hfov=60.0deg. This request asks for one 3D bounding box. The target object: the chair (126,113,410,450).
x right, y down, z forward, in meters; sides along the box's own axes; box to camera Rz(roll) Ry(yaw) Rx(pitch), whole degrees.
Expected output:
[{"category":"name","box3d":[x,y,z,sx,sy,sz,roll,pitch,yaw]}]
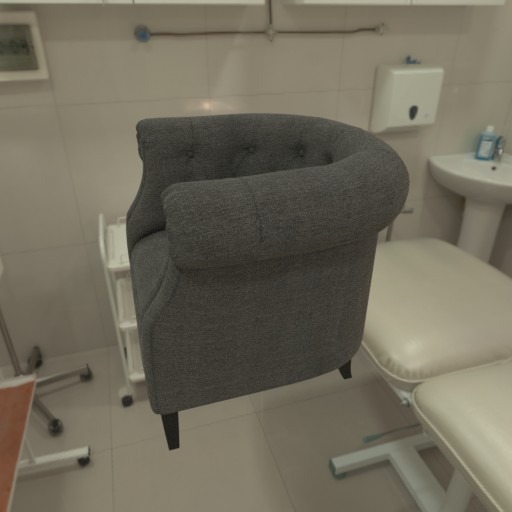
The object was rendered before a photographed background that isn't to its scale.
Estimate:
[{"category":"chair","box3d":[0.000,0.000,1.532,0.852,0.827,0.905,-9,31,-15]}]
